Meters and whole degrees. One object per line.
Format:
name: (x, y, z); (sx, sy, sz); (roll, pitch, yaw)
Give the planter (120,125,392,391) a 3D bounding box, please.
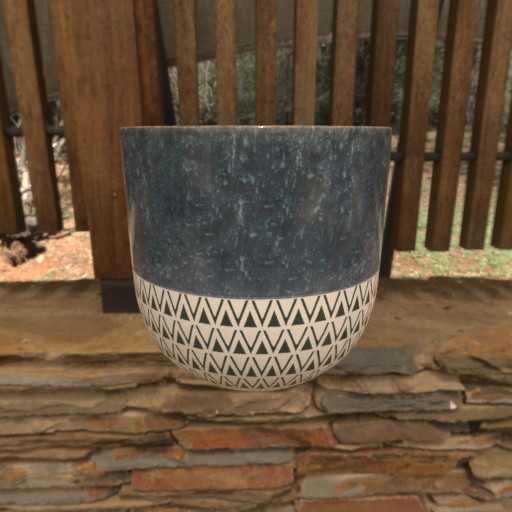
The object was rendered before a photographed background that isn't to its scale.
planter: (0.000, 0.000, 0.486); (0.266, 0.270, 0.266); (0, 15, 0)
